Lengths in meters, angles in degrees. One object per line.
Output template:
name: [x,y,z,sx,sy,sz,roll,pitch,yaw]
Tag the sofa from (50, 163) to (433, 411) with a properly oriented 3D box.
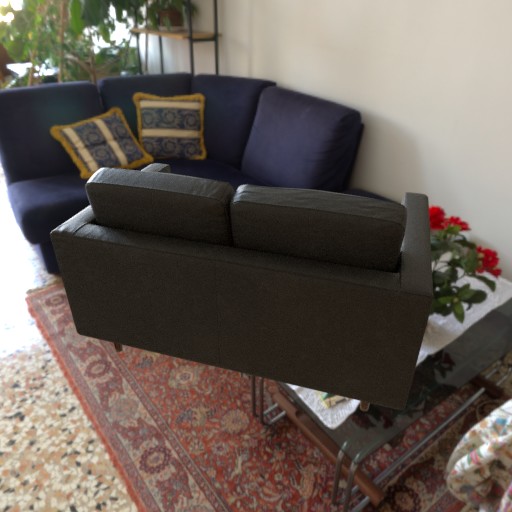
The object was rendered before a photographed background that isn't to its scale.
sofa: [0.000,0.000,2.034,1.430,0.899,0.879,9,33,15]
